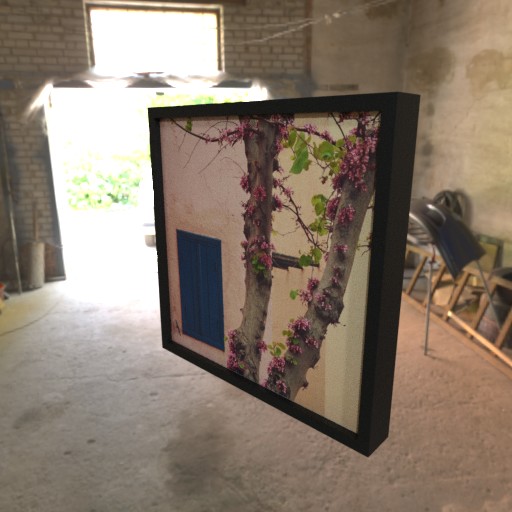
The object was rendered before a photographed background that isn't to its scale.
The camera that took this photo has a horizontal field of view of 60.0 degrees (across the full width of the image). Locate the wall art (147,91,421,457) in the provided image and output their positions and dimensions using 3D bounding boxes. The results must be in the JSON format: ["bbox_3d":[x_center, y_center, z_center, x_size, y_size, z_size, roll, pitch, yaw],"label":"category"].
[{"bbox_3d":[0.000,0.000,0.463,0.305,0.304,0.038,14,21,41],"label":"wall art"}]
